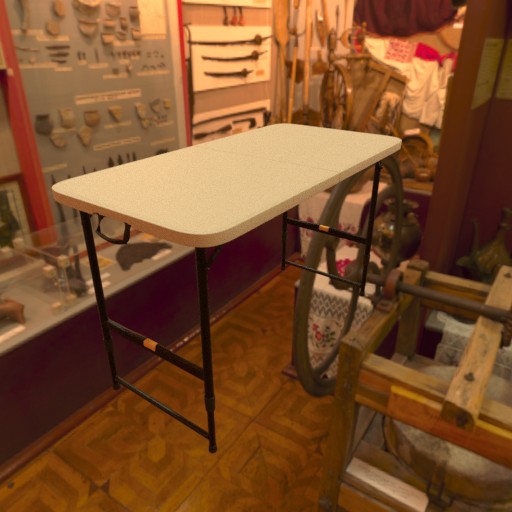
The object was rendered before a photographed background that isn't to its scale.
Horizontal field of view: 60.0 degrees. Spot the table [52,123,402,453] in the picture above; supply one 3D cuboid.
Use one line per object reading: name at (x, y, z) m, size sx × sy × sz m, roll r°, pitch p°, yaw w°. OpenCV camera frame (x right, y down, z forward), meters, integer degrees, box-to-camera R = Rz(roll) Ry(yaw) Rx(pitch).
table at (0.000, 0.000, 1.657) m, size 0.611 × 0.737 × 1.245 m, roll 18°, pitch 32°, yaw 32°
